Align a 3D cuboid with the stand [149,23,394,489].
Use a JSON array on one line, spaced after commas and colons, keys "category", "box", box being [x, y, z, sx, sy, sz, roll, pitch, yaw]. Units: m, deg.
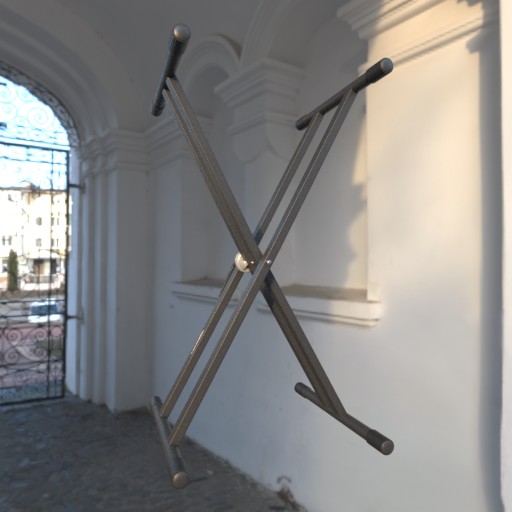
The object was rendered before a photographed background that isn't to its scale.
[{"category": "stand", "box": [0.000, 0.000, 1.158, 0.503, 0.900, 0.495, 0, 0, -18]}]
